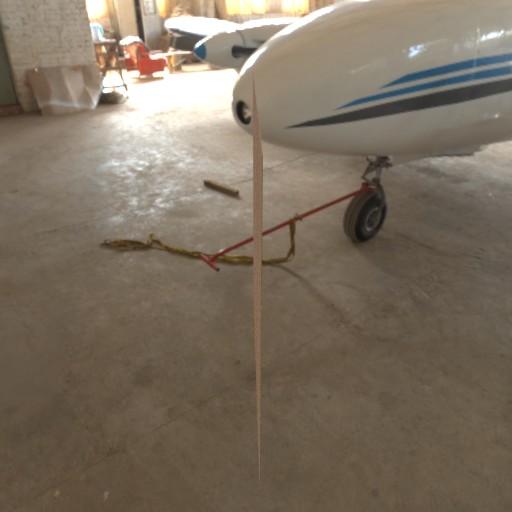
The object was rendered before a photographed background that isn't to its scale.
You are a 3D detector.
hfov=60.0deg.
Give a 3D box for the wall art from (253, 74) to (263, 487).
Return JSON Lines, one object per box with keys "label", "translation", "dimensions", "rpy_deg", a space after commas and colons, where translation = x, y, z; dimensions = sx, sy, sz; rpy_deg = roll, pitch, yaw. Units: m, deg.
{"label": "wall art", "translation": [0.000, 0.000, 2.202], "dimensions": [0.002, 1.505, 1.517], "rpy_deg": [-1, 30, -1]}
